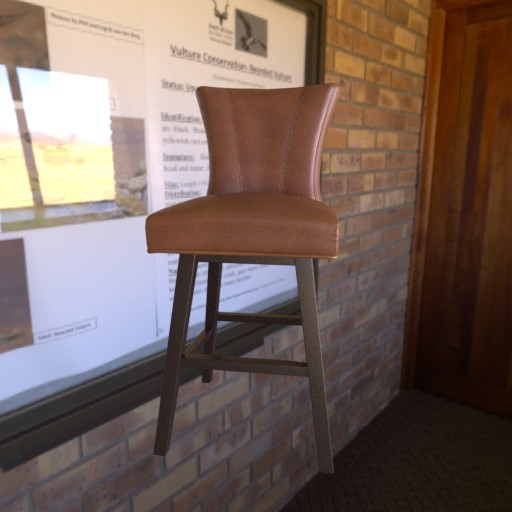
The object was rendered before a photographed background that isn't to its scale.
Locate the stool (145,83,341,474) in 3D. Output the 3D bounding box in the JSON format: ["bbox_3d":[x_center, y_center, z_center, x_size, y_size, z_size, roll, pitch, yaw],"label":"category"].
[{"bbox_3d":[0.000,0.000,1.415,0.522,1.094,0.585,2,13,9],"label":"stool"}]
